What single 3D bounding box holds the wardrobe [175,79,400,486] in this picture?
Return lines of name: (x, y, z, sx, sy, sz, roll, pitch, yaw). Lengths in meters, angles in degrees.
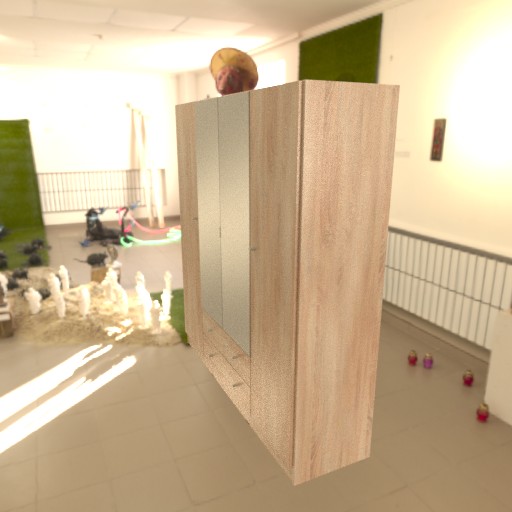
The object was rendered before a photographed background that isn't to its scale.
wardrobe: (0.000, 0.000, 3.196, 0.598, 2.159, 1.998, -7, 17, -25)
